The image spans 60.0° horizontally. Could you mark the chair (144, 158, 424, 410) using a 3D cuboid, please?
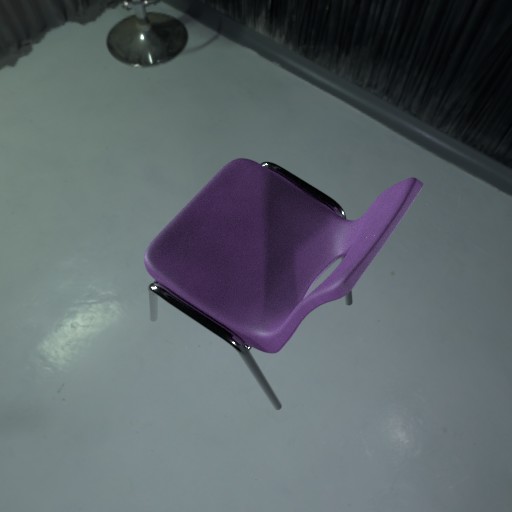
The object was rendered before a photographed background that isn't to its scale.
[{"bbox_3d":[0.000,0.000,0.907,0.432,0.654,0.381,33,68,16],"label":"chair"}]
